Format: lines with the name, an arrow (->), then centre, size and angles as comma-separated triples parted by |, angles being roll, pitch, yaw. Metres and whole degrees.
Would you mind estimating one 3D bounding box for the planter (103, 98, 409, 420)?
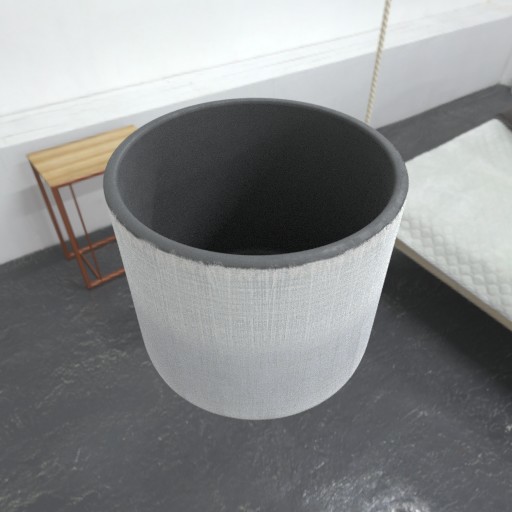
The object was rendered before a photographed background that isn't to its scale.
planter -> 0.000, 0.000, 0.446 | 0.254, 0.221, 0.254 | 0, 44, 0
